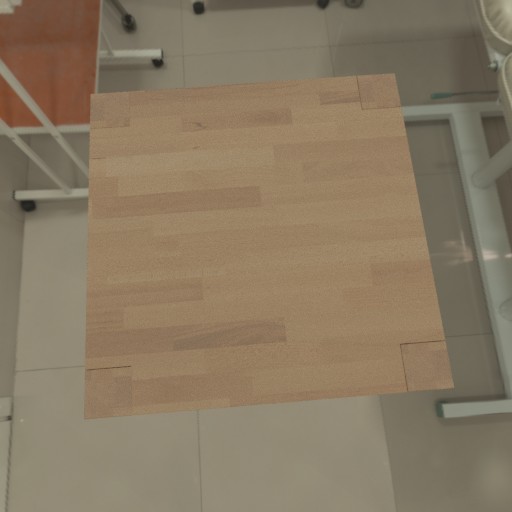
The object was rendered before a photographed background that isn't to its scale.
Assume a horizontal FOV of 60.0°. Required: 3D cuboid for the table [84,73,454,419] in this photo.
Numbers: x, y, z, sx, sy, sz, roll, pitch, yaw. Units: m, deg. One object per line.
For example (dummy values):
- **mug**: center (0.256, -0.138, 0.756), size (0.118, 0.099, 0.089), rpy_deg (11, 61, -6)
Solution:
- **table**: center (0.000, 0.000, 1.142), size (0.700, 0.451, 0.700), rpy_deg (-4, 75, -1)
